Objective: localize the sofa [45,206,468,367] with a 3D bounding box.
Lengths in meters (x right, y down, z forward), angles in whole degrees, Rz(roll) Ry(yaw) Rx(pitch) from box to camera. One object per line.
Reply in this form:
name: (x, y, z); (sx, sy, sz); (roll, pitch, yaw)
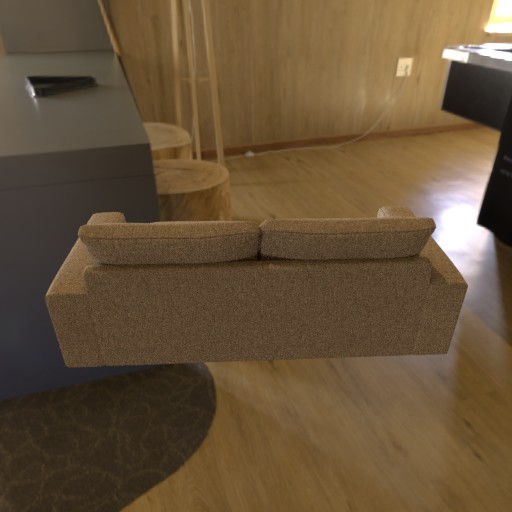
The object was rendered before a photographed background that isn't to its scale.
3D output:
sofa: (0.000, 0.000, 2.881); (2.299, 0.922, 1.040); (-1, 32, -2)
